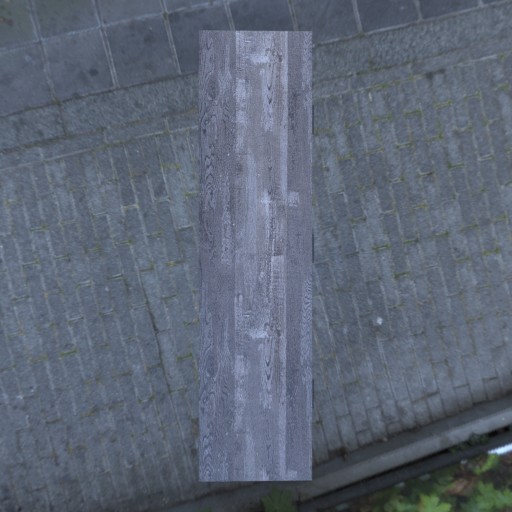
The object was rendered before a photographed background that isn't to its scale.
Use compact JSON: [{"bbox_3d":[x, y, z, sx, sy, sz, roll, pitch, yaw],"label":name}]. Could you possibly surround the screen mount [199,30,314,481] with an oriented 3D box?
[{"bbox_3d":[0.000,0.000,1.726,0.395,0.450,1.524,0,90,-1],"label":"screen mount"}]
